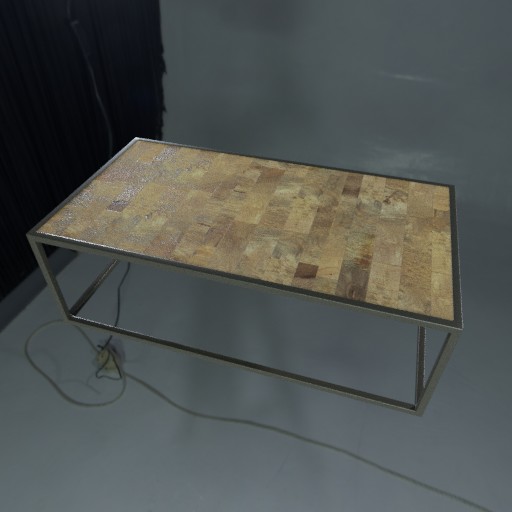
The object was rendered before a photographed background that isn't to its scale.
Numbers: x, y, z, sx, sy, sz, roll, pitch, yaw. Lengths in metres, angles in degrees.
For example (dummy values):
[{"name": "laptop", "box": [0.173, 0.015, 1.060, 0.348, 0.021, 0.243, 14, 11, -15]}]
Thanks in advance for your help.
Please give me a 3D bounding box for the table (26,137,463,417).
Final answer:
[{"name": "table", "box": [0.000, 0.000, 1.516, 1.199, 0.398, 0.649, 11, 42, 13]}]
